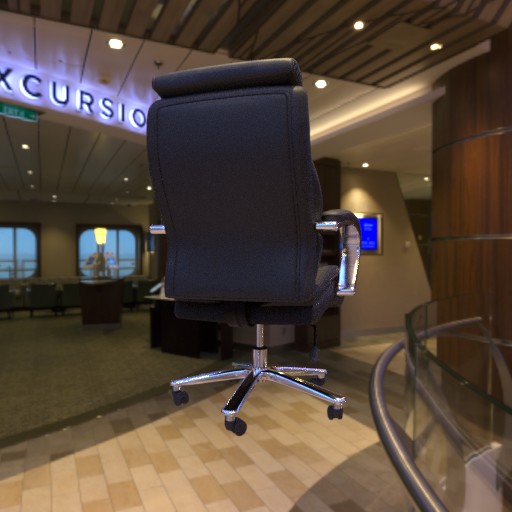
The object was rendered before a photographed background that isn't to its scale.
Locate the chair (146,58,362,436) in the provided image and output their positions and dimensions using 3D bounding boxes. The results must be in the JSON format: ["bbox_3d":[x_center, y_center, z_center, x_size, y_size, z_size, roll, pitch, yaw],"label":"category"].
[{"bbox_3d":[0.000,0.000,1.717,0.755,1.183,0.790,0,0,18],"label":"chair"}]
